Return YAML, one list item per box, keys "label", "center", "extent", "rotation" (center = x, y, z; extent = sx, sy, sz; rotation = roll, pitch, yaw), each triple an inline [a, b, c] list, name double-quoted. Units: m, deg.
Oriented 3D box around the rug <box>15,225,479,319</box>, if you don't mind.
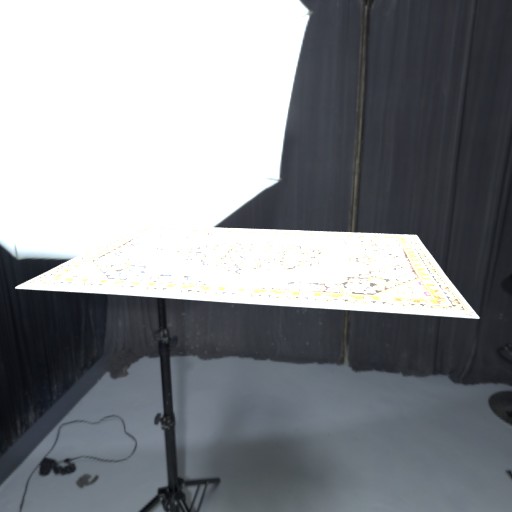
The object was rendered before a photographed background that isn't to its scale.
- label: "rug"
  center: [0.000, 0.000, 3.676]
  extent: [2.901, 0.026, 2.043]
  rotation: [3, 16, 9]
